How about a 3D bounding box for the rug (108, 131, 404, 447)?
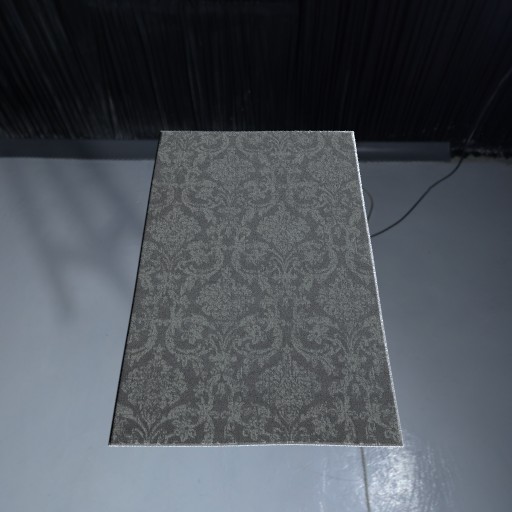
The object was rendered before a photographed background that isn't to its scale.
[{"bbox_3d":[0.000,0.000,3.439,1.819,0.018,2.746,0,58,0],"label":"rug"}]
